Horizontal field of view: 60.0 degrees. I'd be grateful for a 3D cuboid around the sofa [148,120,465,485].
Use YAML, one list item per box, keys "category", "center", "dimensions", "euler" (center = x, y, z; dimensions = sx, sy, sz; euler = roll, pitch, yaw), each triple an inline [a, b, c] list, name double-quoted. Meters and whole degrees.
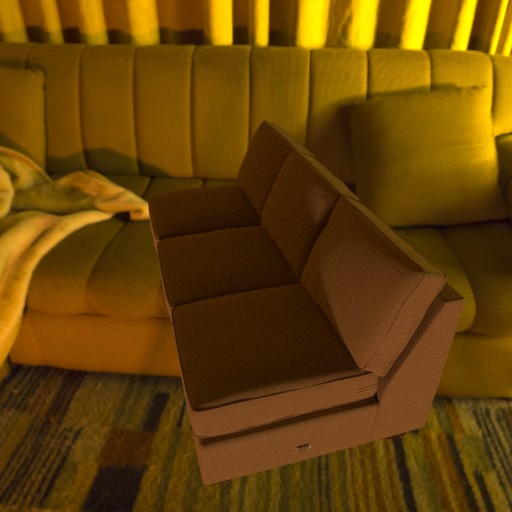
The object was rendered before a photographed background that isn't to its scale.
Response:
- category: "sofa"
  center: [0.000, 0.000, 2.620]
  dimensions: [1.127, 1.036, 2.092]
  euler: [-9, 33, -14]
